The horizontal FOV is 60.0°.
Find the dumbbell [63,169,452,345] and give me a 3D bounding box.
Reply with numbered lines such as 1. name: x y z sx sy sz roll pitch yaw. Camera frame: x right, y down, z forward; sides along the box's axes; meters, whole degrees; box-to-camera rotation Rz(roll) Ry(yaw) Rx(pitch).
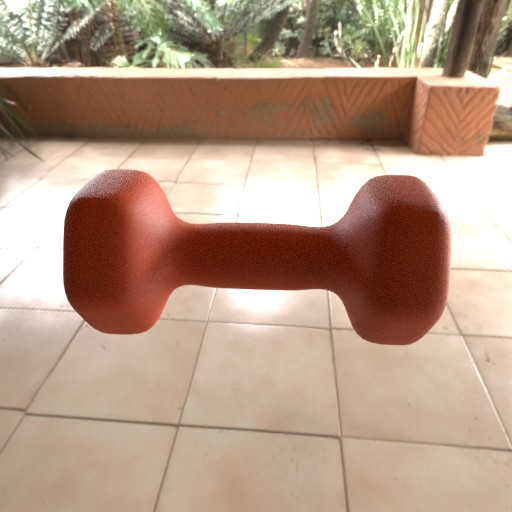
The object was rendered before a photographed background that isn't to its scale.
1. dumbbell: 0.000 0.000 0.205 0.162 0.071 0.079 2 31 3
